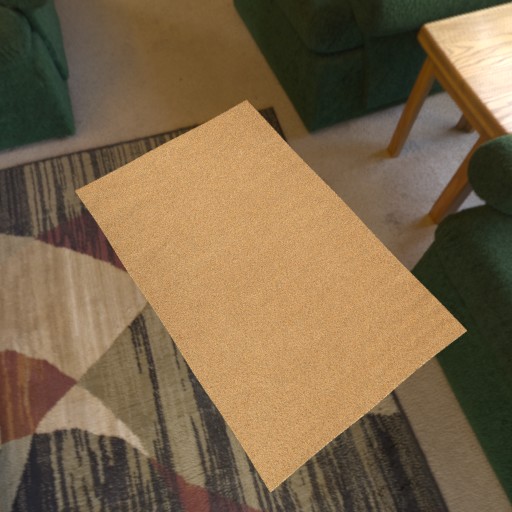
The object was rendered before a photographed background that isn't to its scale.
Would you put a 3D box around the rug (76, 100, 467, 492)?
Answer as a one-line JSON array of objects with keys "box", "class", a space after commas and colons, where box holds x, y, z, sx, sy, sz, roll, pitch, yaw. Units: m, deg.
[{"box": [0.000, 0.000, 2.954, 1.500, 0.025, 2.346, -33, 68, -15], "class": "rug"}]
